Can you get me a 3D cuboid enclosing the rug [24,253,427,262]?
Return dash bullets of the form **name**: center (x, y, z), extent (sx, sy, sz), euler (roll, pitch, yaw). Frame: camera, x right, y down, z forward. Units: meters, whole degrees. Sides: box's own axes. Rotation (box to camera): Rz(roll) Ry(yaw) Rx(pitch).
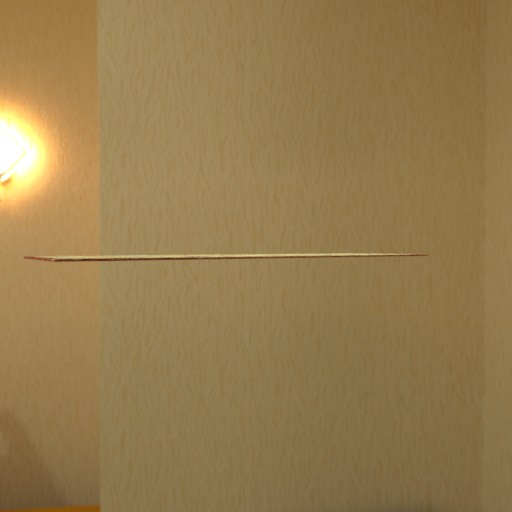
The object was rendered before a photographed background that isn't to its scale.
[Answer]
- **rug**: center (0.000, 0.000, 2.706), extent (2.435, 0.011, 0.750), euler (-1, 1, -36)
